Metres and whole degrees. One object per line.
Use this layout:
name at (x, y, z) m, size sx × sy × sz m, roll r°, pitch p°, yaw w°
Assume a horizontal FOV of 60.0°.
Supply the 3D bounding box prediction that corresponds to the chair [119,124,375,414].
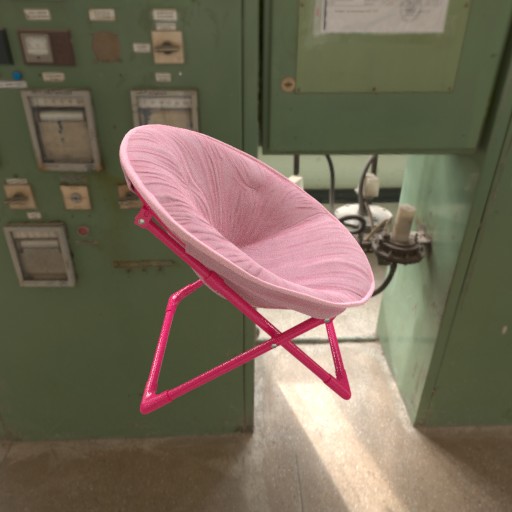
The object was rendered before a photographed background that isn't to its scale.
chair at (0.000, 0.000, 0.894) m, size 0.459 × 0.494 × 0.522 m, roll 0°, pitch 31°, yaw 0°
